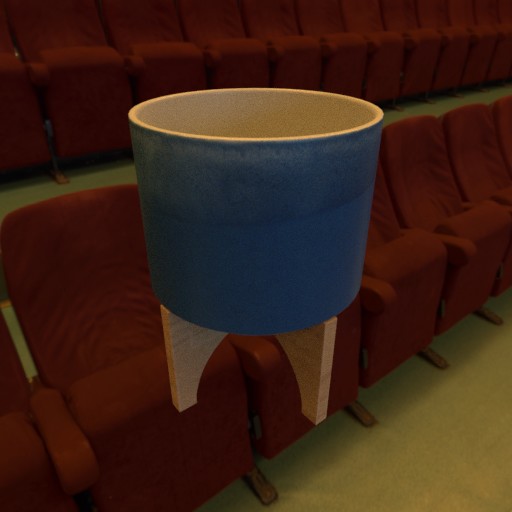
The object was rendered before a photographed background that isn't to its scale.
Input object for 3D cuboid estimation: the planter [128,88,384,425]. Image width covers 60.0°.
[{"bbox_3d":[0.000,0.000,0.407,0.192,0.263,0.192,0,29,0],"label":"planter"}]
